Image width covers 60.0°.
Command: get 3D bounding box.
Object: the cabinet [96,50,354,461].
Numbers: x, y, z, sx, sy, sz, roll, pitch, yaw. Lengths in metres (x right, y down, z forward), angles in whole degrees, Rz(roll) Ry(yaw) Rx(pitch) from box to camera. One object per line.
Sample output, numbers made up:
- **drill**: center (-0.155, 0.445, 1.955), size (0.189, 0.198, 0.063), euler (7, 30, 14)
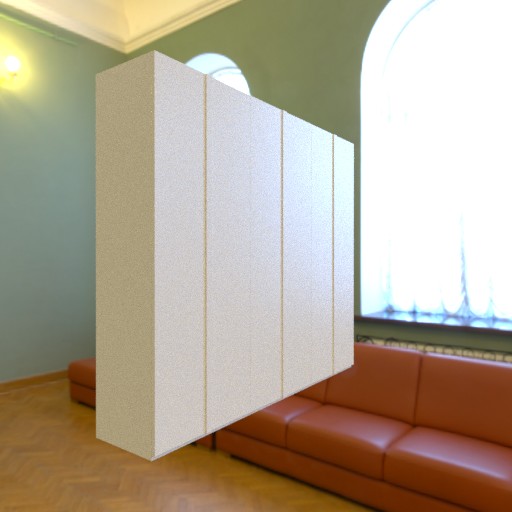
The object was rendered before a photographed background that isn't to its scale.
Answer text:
- **cabinet**: center (0.000, 0.000, 3.797), size (0.590, 2.370, 2.700), euler (0, 0, 37)
